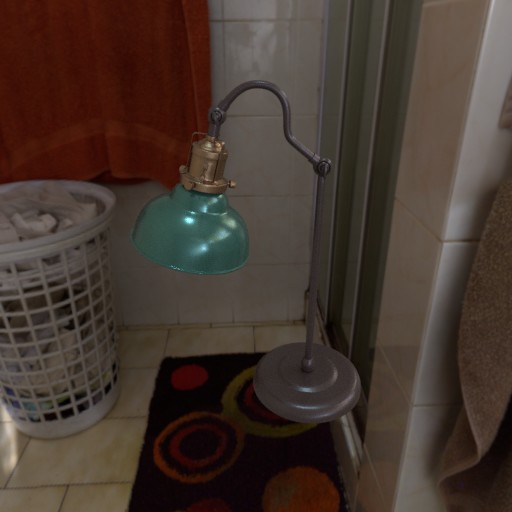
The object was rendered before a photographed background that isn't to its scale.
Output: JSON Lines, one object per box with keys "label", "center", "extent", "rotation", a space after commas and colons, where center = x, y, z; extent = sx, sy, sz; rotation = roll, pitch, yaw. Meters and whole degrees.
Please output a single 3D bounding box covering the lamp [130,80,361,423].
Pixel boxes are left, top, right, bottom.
{"label": "lamp", "center": [0.000, 0.000, 0.686], "extent": [0.374, 0.508, 0.192], "rotation": [0, 27, 0]}
